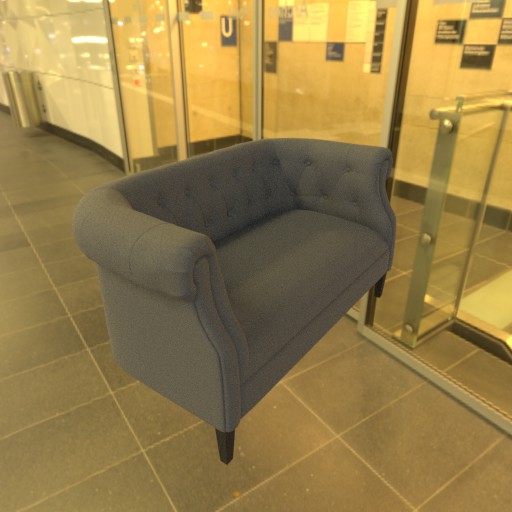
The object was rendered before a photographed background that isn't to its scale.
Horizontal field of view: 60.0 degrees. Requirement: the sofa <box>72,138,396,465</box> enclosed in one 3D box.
[{"bbox_3d":[0.000,0.000,2.030,0.835,0.827,1.558,18,31,32],"label":"sofa"}]
